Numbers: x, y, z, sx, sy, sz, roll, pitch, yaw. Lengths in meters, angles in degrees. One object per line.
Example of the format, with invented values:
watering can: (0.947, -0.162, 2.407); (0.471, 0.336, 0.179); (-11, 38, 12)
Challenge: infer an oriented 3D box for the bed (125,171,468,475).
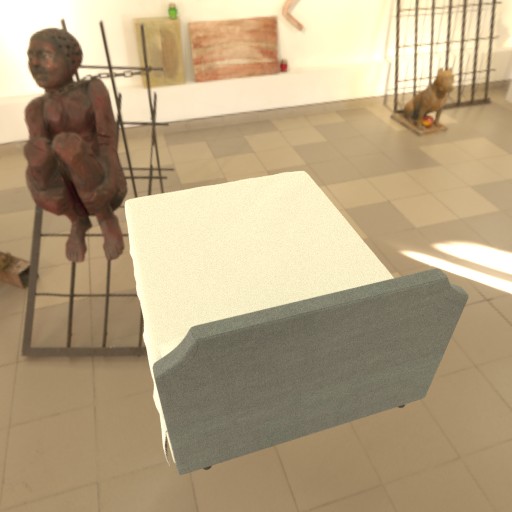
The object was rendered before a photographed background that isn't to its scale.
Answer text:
bed: (0.000, 0.000, 3.528); (1.977, 1.306, 2.464); (-12, 41, -14)
